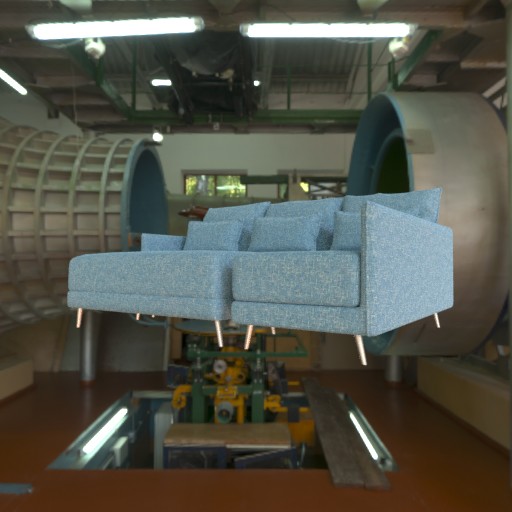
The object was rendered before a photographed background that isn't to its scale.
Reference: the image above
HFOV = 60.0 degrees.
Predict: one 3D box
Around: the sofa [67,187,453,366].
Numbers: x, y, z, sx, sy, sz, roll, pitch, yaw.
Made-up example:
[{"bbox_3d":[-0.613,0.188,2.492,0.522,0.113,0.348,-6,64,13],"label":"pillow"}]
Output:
[{"bbox_3d":[0.000,0.000,2.776,2.034,0.899,1.420,-1,-1,35],"label":"sofa"}]
